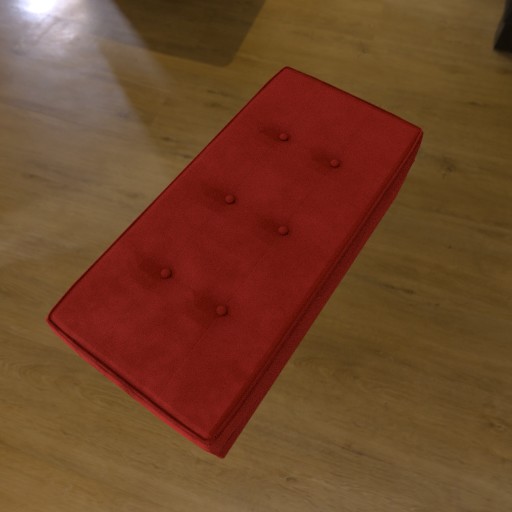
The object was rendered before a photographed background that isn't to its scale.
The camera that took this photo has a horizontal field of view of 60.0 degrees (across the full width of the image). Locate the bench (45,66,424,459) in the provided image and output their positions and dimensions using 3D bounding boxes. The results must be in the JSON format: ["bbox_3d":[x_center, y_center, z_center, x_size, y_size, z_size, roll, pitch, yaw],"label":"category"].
[{"bbox_3d":[0.000,0.000,1.308,0.492,0.471,1.016,31,67,15],"label":"bench"}]
